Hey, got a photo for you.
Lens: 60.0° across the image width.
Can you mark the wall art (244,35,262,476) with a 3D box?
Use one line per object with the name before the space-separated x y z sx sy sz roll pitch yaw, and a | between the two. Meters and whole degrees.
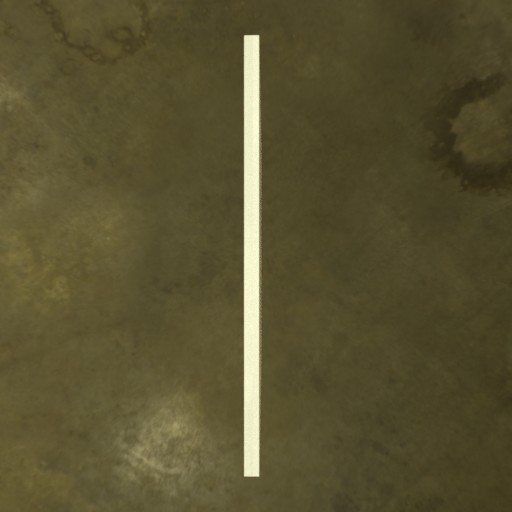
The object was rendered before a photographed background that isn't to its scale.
wall art | 0.000 0.000 0.966 0.021 0.710 0.609 0 90 1
